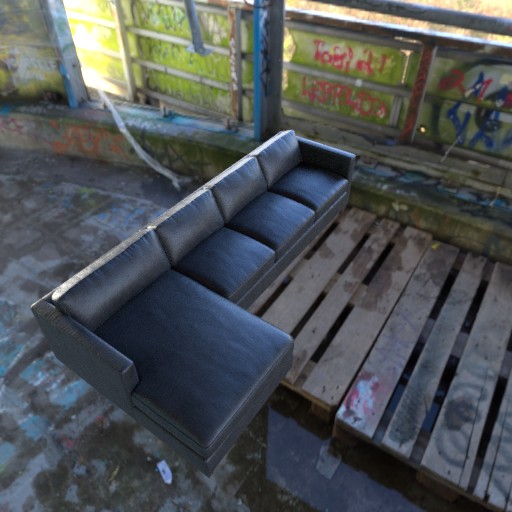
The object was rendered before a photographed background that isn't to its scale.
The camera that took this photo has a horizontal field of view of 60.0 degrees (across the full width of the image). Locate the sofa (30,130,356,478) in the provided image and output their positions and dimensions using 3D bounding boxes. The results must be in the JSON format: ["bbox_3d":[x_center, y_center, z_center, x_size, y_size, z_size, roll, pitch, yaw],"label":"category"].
[{"bbox_3d":[0.000,0.000,3.882,1.581,0.883,3.203,26,48,25],"label":"sofa"}]
